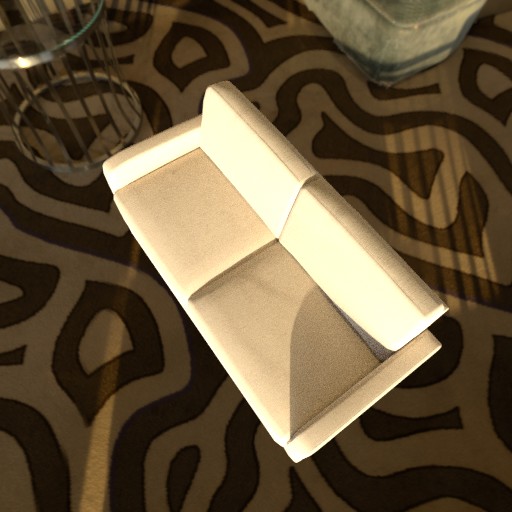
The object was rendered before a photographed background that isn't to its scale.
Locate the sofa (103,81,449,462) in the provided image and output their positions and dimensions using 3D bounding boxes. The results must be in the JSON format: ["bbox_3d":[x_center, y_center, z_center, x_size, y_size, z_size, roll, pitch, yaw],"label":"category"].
[{"bbox_3d":[0.000,0.000,2.312,0.894,0.831,1.808,-33,68,-15],"label":"sofa"}]
